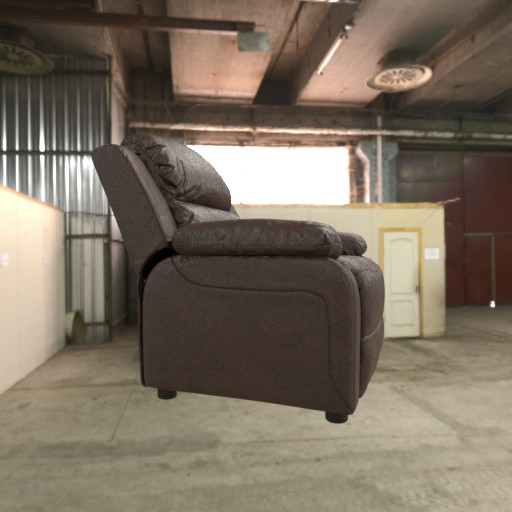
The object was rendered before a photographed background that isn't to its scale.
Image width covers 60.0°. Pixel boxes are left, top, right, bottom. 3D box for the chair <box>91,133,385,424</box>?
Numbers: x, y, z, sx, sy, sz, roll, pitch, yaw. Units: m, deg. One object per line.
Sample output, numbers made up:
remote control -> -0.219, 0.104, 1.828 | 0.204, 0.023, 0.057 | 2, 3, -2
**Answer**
chair -> 0.000, 0.000, 1.287 | 0.707, 0.702, 0.680 | 0, 0, 20
